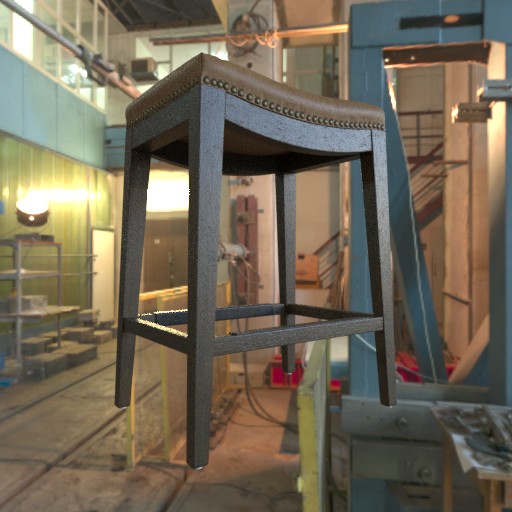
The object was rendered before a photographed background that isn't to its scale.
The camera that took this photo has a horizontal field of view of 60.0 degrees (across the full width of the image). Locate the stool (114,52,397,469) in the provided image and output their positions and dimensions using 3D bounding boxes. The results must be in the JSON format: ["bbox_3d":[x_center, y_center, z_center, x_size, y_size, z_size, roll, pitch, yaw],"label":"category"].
[{"bbox_3d":[0.000,0.000,0.966,0.500,0.660,0.361,0,0,-36],"label":"stool"}]
